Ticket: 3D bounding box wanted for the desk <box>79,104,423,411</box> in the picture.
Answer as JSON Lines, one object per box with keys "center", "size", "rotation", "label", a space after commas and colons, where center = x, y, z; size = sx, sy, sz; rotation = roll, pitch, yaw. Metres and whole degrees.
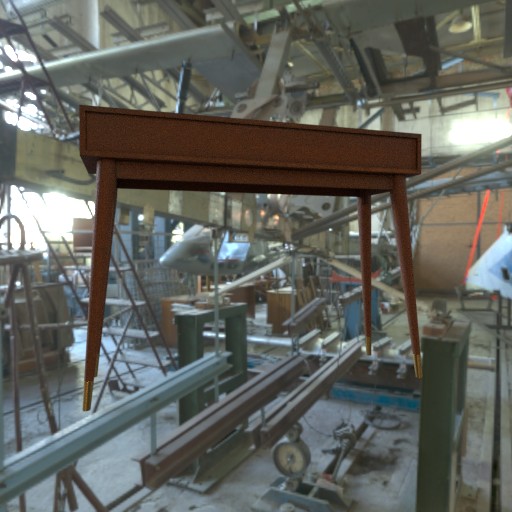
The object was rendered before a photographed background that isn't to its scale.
{"center": [0.000, 0.000, 1.670], "size": [1.204, 0.917, 0.384], "rotation": [0, 1, -17], "label": "desk"}
